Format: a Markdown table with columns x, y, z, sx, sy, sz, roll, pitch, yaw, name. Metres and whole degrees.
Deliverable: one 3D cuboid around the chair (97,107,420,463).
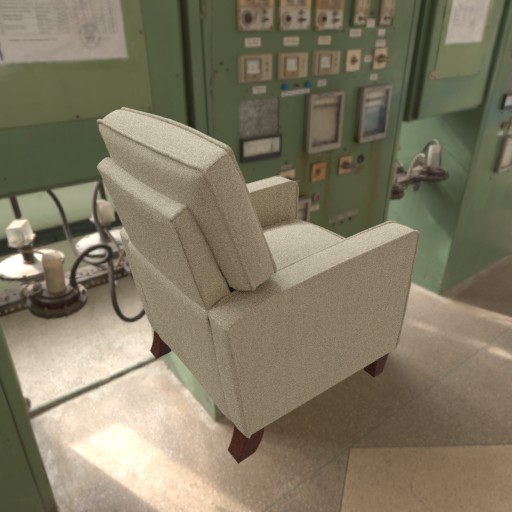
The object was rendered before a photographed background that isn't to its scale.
| x | y | z | sx | sy | sz | roll | pitch | yaw | name |
| --- | --- | --- | --- | --- | --- | --- | --- | --- | --- |
| 0.000 | 0.000 | 1.383 | 0.754 | 0.888 | 0.648 | -19 | 33 | -31 | chair |
